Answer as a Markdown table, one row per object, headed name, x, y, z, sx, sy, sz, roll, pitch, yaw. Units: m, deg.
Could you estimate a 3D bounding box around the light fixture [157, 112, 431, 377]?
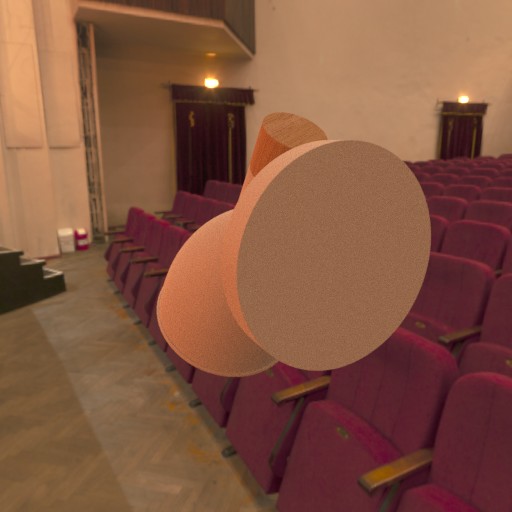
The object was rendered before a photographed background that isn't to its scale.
| name | x | y | z | sx | sy | sz | roll | pitch | yaw |
| --- | --- | --- | --- | --- | --- | --- | --- | --- | --- |
| light fixture | 0.000 | 0.000 | 0.330 | 0.127 | 0.199 | 0.209 | -7 | 15 | -26 |
